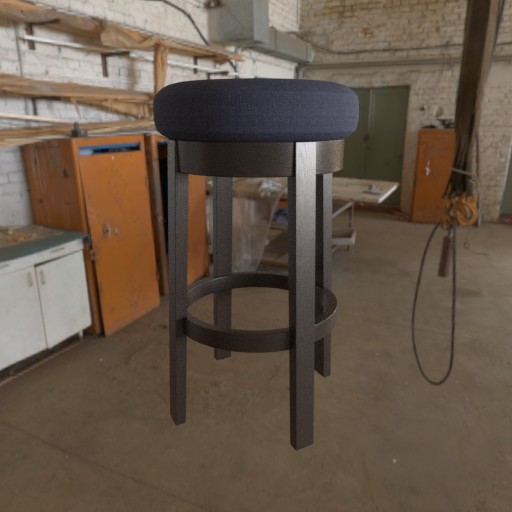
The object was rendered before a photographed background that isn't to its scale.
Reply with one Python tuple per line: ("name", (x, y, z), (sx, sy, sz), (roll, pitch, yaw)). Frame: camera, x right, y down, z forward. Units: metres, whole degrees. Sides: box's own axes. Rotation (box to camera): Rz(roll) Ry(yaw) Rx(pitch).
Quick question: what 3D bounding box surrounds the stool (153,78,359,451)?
("stool", (0.000, 0.000, 1.038), (0.446, 0.758, 0.446), (0, 17, 0))
